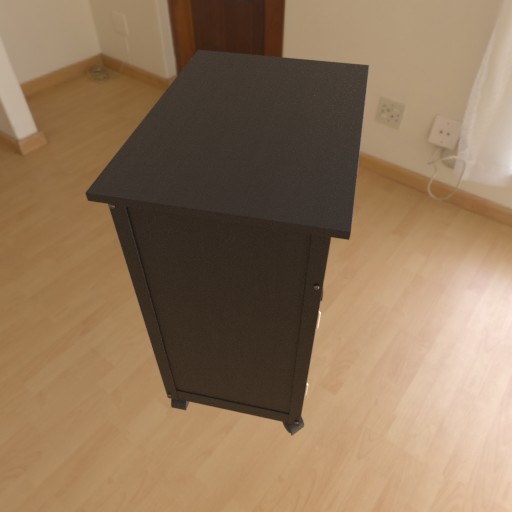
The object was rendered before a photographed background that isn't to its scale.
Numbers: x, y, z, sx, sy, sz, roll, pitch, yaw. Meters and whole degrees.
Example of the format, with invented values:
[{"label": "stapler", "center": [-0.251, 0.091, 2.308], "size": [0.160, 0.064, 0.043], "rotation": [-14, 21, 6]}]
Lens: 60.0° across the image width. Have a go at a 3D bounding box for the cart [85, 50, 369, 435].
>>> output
[{"label": "cart", "center": [0.000, 0.000, 1.269], "size": [0.456, 0.879, 0.660], "rotation": [9, 47, 9]}]
